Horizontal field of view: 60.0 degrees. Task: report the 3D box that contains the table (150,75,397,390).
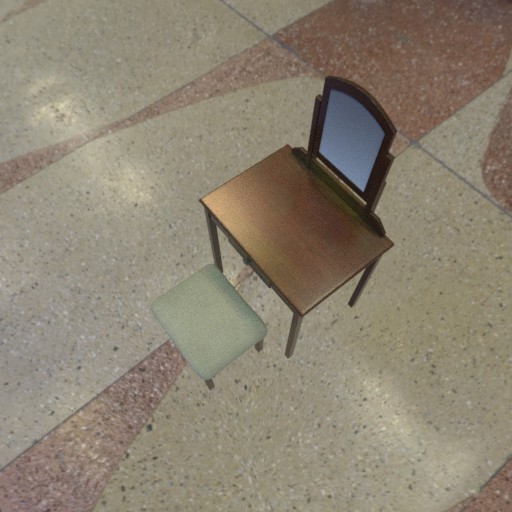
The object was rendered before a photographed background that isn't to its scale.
[{"bbox_3d":[0.000,0.000,2.405,1.211,1.631,0.876,-35,68,-17],"label":"table"}]
